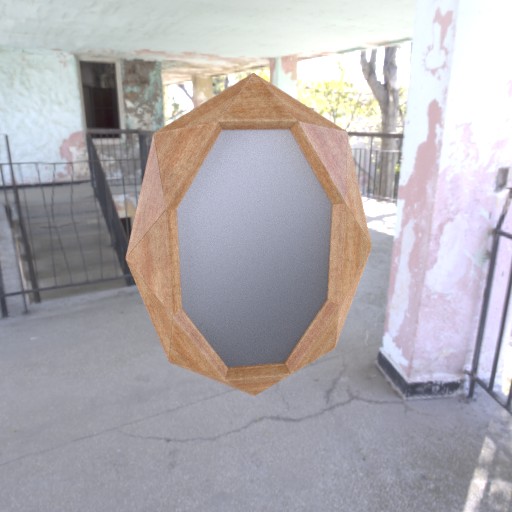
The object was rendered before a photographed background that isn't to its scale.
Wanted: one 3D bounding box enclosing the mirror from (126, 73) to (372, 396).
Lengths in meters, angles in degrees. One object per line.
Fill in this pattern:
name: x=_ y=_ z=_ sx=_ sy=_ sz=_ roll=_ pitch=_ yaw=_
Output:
mirror: x=0.000 y=0.000 z=1.002 sx=0.577 sy=0.774 sz=0.070 roll=-3 pitch=17 yaw=-9
